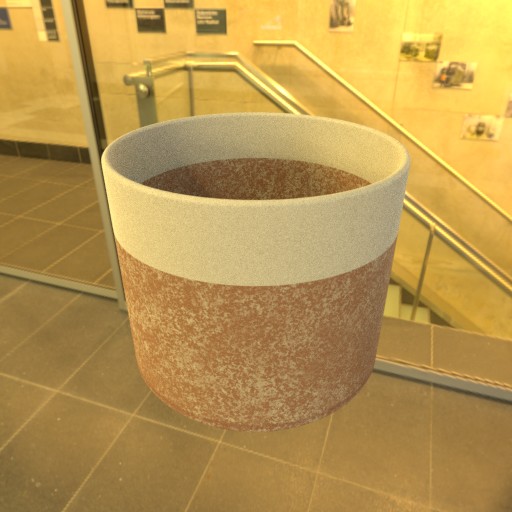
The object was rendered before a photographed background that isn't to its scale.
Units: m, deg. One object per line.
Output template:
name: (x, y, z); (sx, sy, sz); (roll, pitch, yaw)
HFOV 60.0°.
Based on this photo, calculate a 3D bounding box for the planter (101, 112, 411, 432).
planter: (0.000, 0.000, 0.271); (0.159, 0.138, 0.159); (0, 30, 0)
